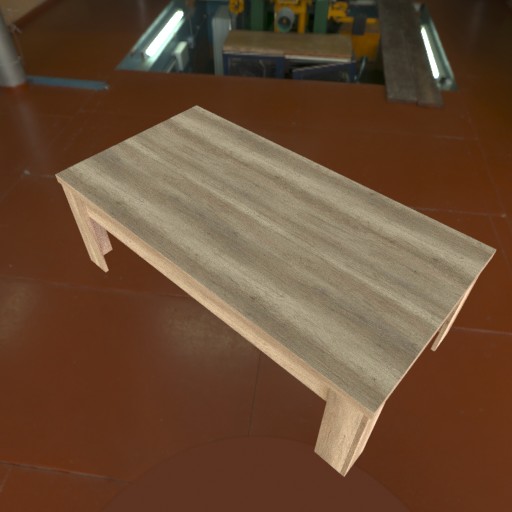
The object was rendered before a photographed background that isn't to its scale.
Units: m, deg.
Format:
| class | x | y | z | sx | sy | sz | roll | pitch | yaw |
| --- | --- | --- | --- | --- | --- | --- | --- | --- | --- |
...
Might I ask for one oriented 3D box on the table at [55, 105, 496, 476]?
| class | x | y | z | sx | sy | sz | roll | pitch | yaw |
| --- | --- | --- | --- | --- | --- | --- | --- | --- | --- |
| table | 0.000 | 0.000 | 1.655 | 1.350 | 0.460 | 0.700 | 33 | 55 | 28 |
